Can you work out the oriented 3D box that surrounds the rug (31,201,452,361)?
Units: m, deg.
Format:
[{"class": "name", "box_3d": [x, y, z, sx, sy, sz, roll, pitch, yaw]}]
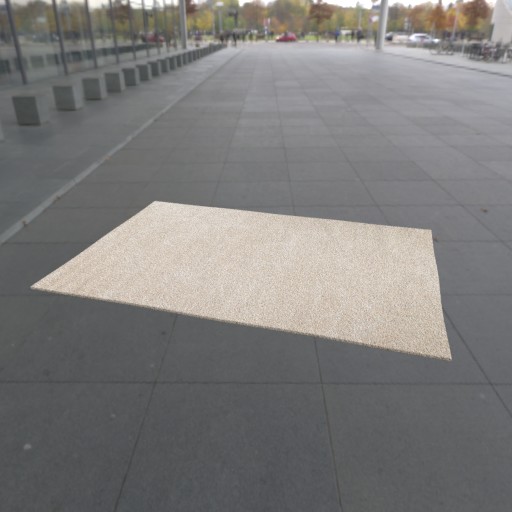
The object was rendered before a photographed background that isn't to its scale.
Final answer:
[{"class": "rug", "box_3d": [0.000, 0.000, 3.478, 2.699, 0.025, 1.800, 7, 28, 14]}]
